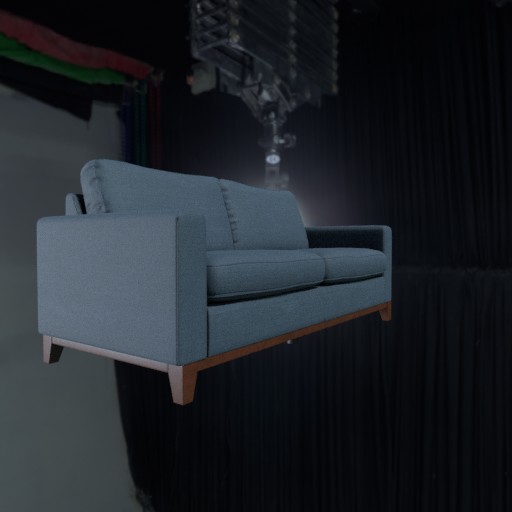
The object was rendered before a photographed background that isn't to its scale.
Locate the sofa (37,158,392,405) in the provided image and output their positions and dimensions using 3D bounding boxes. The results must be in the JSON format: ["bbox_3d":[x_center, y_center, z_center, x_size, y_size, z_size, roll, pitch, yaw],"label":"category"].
[{"bbox_3d":[0.000,0.000,2.347,0.877,0.865,1.900,1,2,36],"label":"sofa"}]
